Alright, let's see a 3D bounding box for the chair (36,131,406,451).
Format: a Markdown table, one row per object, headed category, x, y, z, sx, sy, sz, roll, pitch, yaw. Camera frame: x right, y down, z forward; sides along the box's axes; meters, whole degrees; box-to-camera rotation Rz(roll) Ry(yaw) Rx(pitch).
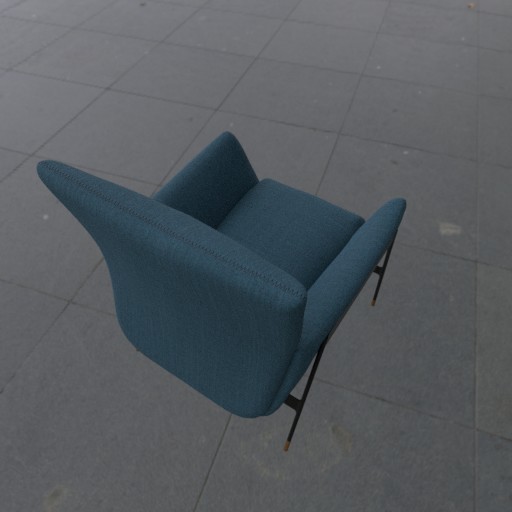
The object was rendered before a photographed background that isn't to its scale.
| category | x | y | z | sx | sy | sz | roll | pitch | yaw |
| --- | --- | --- | --- | --- | --- | --- | --- | --- | --- |
| chair | 0.000 | 0.000 | 1.350 | 0.678 | 0.859 | 0.769 | 26 | 53 | 22 |
